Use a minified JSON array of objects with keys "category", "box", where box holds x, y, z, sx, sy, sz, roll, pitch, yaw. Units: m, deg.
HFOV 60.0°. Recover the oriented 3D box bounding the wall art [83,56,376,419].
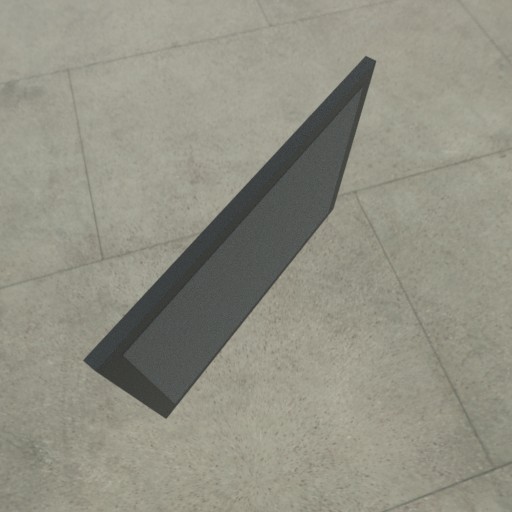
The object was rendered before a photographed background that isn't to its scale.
[{"category":"wall art","box":[0.000,0.000,0.559,0.016,0.306,0.432,34,68,16]}]
